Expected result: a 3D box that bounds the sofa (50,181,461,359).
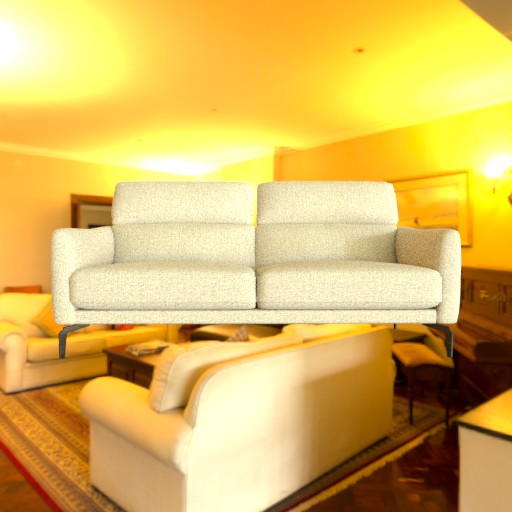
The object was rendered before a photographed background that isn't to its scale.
[{"bbox_3d":[0.000,0.000,2.484,2.015,0.956,0.856,0,0,-1],"label":"sofa"}]
